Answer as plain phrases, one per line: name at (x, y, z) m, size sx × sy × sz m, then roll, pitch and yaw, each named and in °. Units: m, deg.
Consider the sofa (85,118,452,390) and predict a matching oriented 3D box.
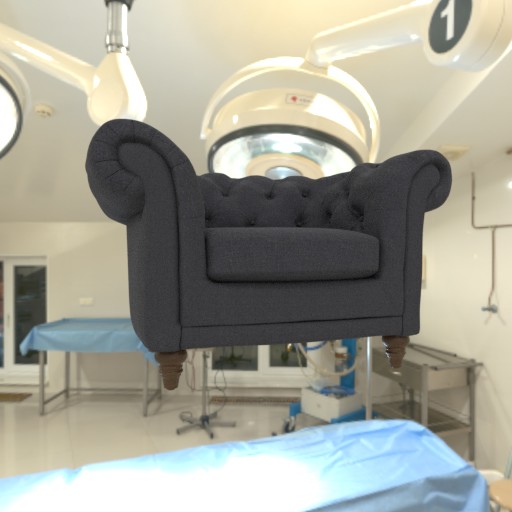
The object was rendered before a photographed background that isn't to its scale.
sofa at (0.000, 0.000, 1.990) m, size 1.405 × 0.878 × 1.032 m, roll 0°, pitch 0°, yaw -19°
